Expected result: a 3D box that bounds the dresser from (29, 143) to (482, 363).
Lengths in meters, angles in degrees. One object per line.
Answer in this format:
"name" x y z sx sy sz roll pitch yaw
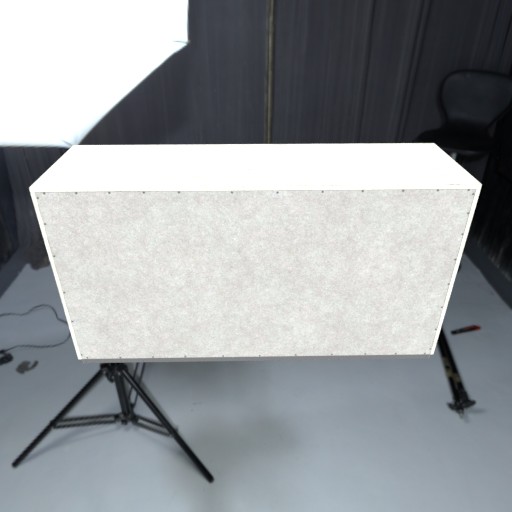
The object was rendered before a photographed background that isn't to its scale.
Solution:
"dresser" 0.000 0.000 2.029 1.628 0.889 0.483 -1 32 -1
